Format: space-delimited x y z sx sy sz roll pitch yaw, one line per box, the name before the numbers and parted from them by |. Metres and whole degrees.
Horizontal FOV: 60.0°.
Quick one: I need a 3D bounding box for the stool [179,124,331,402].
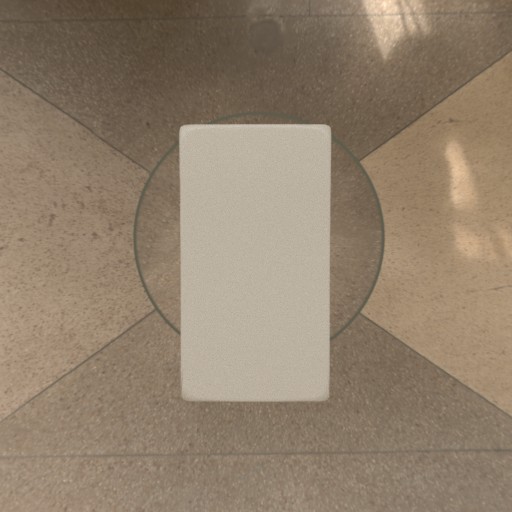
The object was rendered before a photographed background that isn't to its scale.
stool | 0.000 0.000 1.072 0.476 0.737 0.457 0 92 0
